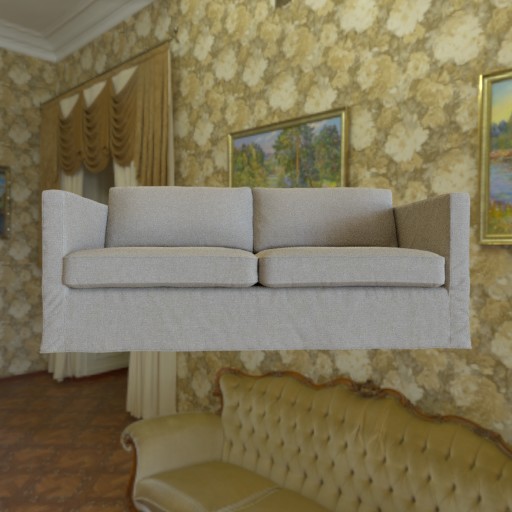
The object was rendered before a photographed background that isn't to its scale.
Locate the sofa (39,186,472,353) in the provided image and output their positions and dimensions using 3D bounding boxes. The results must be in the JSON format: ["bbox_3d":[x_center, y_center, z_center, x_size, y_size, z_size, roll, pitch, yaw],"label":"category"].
[{"bbox_3d":[0.000,0.000,2.448,1.987,0.847,0.956,0,1,-3],"label":"sofa"}]
